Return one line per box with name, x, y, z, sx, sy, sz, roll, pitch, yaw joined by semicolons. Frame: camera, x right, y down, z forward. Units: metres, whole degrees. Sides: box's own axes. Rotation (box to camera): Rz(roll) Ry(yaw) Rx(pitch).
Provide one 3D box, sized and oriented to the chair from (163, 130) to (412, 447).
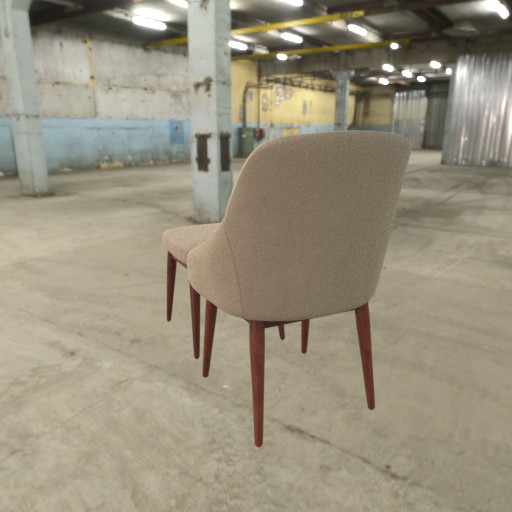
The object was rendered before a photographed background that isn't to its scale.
chair;0.000;0.000;1.613;0.584;0.866;1.114;-7;17;-25
